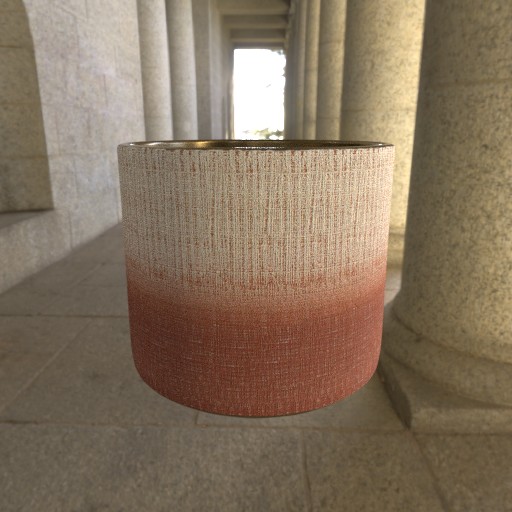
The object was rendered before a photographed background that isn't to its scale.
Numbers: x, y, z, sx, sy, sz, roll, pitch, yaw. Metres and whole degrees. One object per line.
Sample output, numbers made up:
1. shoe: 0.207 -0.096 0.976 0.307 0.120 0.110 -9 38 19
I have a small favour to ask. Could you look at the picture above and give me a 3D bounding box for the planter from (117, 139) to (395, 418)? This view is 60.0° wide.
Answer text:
1. planter: 0.000 0.000 0.444 0.254 0.221 0.254 0 16 0
